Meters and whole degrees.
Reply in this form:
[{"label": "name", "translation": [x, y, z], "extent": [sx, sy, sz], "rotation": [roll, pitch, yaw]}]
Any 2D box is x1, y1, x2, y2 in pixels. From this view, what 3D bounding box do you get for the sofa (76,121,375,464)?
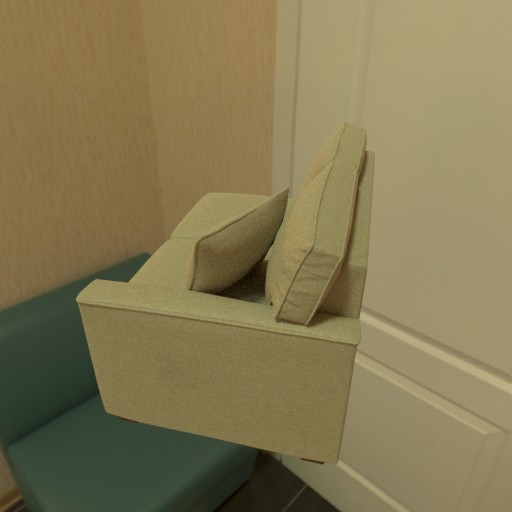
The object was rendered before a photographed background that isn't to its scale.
[{"label": "sofa", "translation": [0.000, 0.000, 2.083], "extent": [0.991, 0.989, 1.388], "rotation": [7, 31, 12]}]
